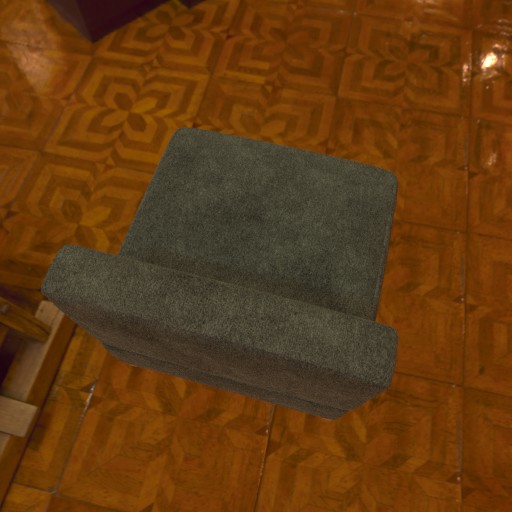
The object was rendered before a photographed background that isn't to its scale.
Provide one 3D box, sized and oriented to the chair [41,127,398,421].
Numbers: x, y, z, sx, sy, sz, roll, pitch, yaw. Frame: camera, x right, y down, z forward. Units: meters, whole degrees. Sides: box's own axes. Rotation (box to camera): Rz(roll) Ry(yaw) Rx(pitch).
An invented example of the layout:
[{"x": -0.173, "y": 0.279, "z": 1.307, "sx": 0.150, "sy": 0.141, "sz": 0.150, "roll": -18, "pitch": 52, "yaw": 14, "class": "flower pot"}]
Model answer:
[{"x": 0.000, "y": 0.000, "z": 1.210, "sx": 0.680, "sy": 0.660, "sz": 0.680, "roll": 14, "pitch": 65, "yaw": 6, "class": "chair"}]
